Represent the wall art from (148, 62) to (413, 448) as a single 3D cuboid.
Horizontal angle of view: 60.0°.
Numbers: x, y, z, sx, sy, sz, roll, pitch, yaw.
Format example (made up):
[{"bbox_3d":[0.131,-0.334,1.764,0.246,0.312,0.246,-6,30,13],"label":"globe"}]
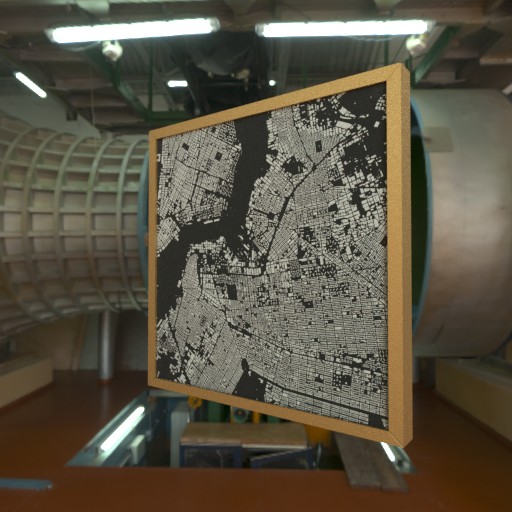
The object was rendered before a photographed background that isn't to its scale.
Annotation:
[{"bbox_3d":[0.000,0.000,1.897,1.284,1.284,0.095,-1,-1,37],"label":"wall art"}]
